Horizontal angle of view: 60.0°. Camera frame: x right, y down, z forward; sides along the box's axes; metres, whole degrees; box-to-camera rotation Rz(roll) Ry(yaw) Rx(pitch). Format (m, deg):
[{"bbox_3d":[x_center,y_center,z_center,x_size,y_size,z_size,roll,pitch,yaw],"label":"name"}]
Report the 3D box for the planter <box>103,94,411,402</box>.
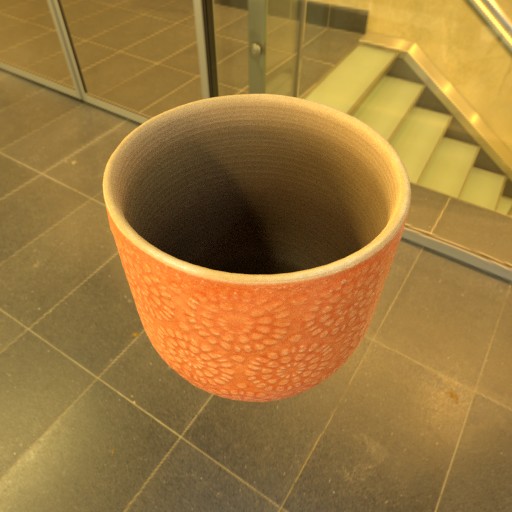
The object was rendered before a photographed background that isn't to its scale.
[{"bbox_3d":[0.000,0.000,0.294,0.170,0.152,0.170,0,47,0],"label":"planter"}]
